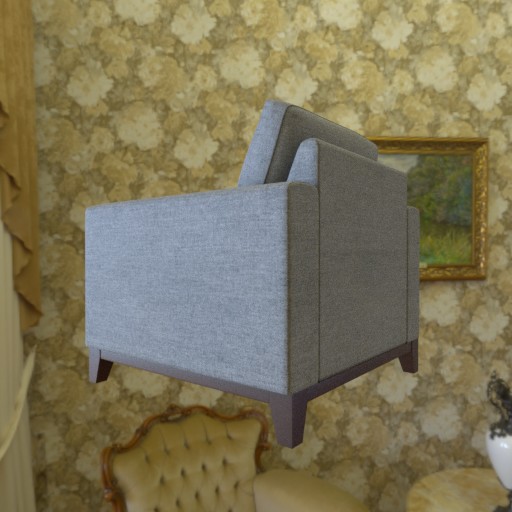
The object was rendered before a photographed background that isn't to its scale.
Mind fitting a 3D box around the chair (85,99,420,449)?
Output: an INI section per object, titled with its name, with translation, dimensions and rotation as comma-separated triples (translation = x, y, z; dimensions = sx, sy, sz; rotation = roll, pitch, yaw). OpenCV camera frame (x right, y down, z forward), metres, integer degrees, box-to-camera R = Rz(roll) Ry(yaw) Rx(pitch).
[chair]
translation = 0.000, 0.000, 1.875
dimensions = 1.038, 1.010, 1.024
rotation = 0, 1, 39
